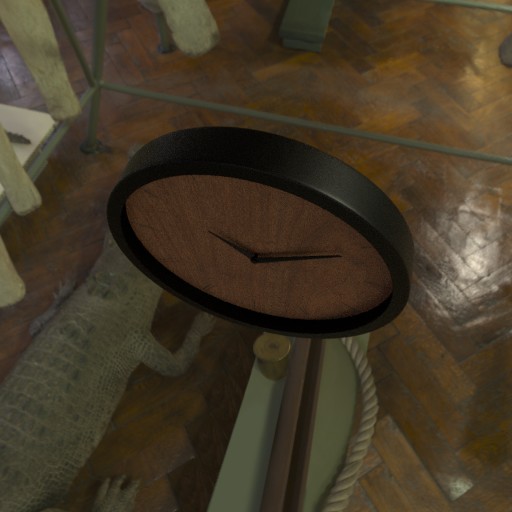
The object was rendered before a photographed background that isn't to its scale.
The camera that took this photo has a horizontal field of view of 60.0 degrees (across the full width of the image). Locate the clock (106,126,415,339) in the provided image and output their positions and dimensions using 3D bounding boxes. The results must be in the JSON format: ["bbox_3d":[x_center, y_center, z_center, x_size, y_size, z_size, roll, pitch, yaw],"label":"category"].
[{"bbox_3d":[0.000,0.000,0.468,0.314,0.314,0.040,14,60,8],"label":"clock"}]
